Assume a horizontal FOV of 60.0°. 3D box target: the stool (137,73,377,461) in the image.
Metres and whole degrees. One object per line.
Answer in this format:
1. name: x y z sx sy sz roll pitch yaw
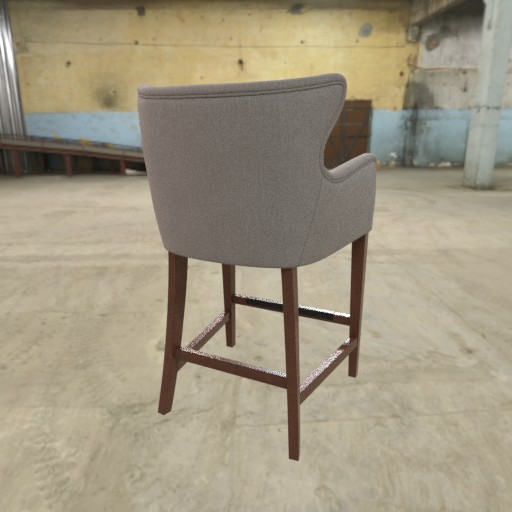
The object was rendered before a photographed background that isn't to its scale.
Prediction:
1. stool: 0.000 0.000 1.312 0.575 0.951 0.575 8 18 26
